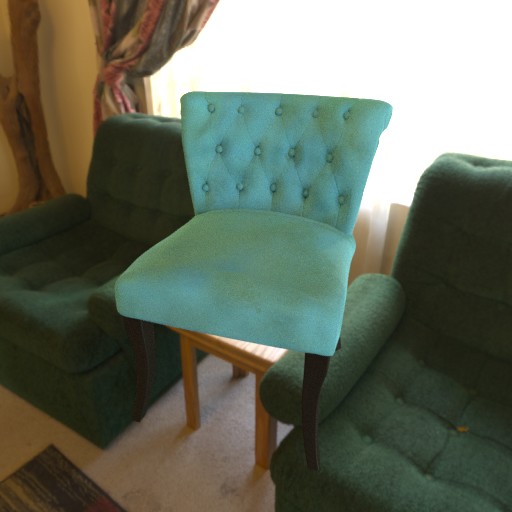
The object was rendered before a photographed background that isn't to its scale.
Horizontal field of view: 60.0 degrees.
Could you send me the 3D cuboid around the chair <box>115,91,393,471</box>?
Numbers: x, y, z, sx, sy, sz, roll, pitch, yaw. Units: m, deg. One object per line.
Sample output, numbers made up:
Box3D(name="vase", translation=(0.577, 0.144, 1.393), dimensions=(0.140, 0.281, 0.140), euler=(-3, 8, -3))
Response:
Box3D(name="chair", translation=(0.000, 0.000, 1.169), dimensions=(0.582, 0.750, 0.605), euler=(8, 29, 16))
